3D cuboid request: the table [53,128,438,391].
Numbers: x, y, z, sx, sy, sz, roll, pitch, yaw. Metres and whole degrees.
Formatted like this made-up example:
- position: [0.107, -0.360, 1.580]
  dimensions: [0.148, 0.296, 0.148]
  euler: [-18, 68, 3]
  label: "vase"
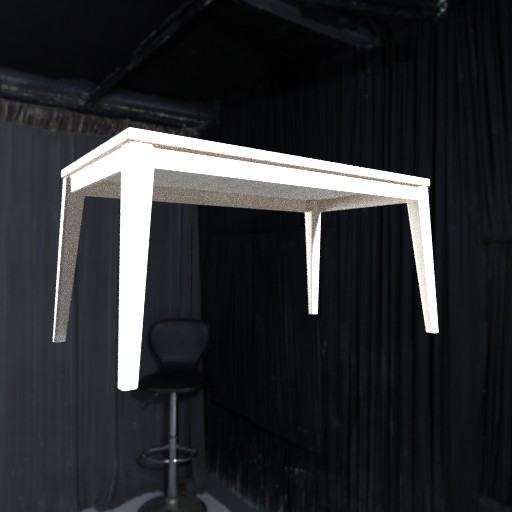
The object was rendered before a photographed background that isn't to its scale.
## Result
- position: [0.000, 0.000, 2.090]
  dimensions: [1.600, 0.760, 0.900]
  euler: [0, 0, -36]
  label: "table"
